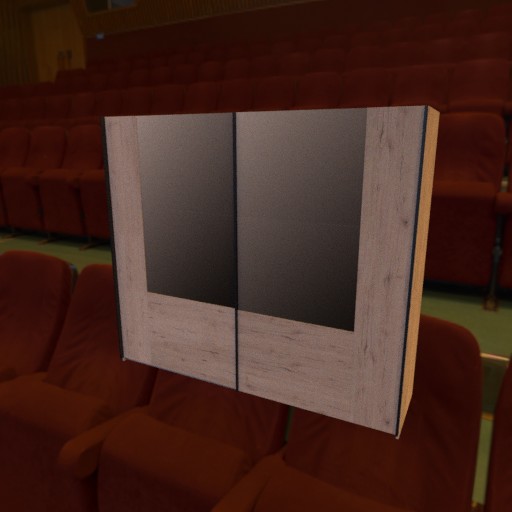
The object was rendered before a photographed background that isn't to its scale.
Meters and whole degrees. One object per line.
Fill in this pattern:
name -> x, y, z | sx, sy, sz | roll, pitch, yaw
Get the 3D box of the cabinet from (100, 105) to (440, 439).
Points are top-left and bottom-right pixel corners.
cabinet -> 0.000, 0.000, 3.585 | 2.500, 2.180, 0.660 | 7, 16, 26
